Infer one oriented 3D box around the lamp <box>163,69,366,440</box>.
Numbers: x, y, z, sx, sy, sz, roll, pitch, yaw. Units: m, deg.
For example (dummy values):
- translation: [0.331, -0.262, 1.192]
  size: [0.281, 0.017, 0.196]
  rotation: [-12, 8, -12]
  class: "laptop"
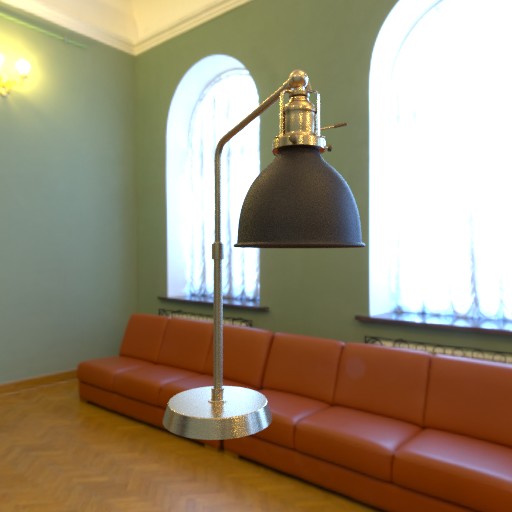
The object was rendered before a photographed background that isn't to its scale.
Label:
- translation: [0.000, 0.000, 0.584]
  size: [0.291, 0.456, 0.160]
  rotation: [0, 0, 38]
  class: "lamp"
